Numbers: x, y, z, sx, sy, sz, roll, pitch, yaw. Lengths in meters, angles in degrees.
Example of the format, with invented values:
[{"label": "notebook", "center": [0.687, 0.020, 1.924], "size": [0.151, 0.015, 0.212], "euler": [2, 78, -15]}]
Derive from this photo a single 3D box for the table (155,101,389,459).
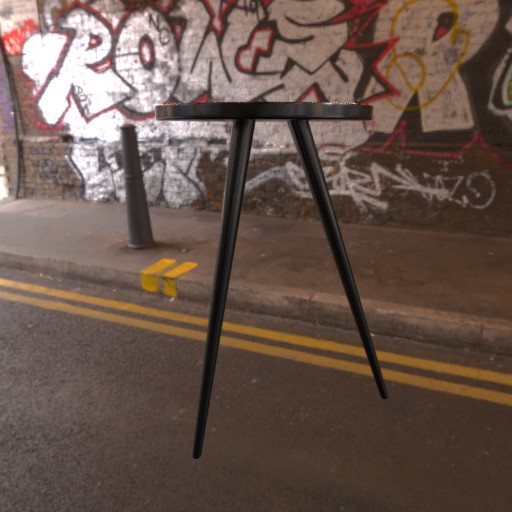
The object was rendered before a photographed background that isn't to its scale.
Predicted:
[{"label": "table", "center": [0.000, 0.000, 0.863], "size": [0.403, 0.548, 0.415], "euler": [-9, 18, -27]}]
